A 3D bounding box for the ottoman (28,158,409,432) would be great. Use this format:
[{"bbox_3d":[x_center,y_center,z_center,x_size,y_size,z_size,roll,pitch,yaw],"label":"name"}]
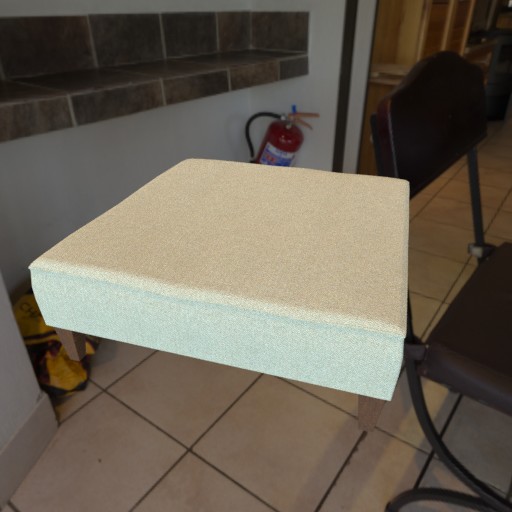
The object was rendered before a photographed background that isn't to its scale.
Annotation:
[{"bbox_3d":[0.000,0.000,1.533,0.968,0.379,1.004,9,31,15],"label":"ottoman"}]
